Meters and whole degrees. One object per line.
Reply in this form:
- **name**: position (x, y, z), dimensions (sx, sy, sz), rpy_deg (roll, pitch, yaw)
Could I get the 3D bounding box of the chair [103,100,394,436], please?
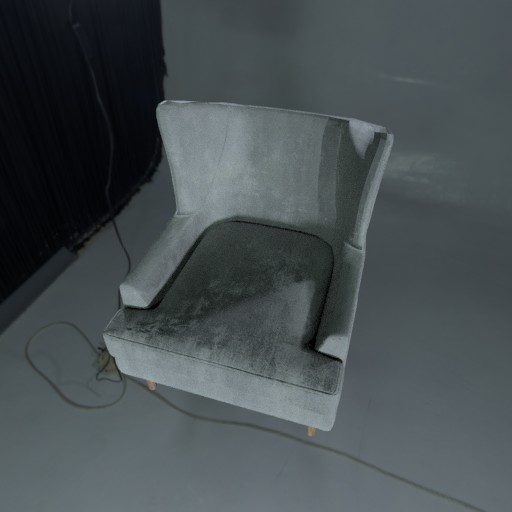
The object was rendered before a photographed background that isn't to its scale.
- **chair**: position (0.000, 0.000, 1.620), dimensions (0.784, 0.950, 0.906), rpy_deg (11, 42, 13)
